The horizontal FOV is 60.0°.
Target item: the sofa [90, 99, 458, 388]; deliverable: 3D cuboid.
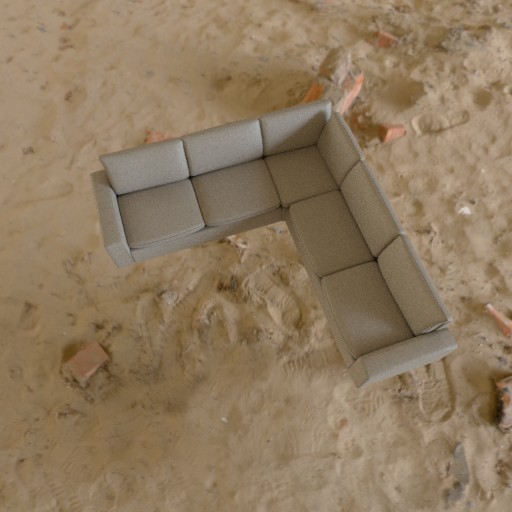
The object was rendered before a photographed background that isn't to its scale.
[{"bbox_3d":[0.000,0.000,4.127,2.622,0.800,2.742,-17,65,-8],"label":"sofa"}]
